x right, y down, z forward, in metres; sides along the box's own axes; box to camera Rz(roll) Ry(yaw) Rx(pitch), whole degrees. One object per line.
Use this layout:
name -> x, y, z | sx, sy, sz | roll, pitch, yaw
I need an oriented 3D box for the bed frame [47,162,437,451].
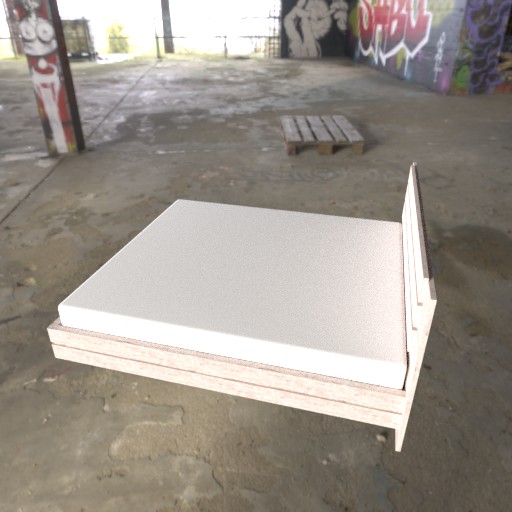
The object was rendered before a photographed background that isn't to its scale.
bed frame -> 0.000, 0.000, 3.120 | 2.080, 0.970, 1.950 | 8, 30, 13
